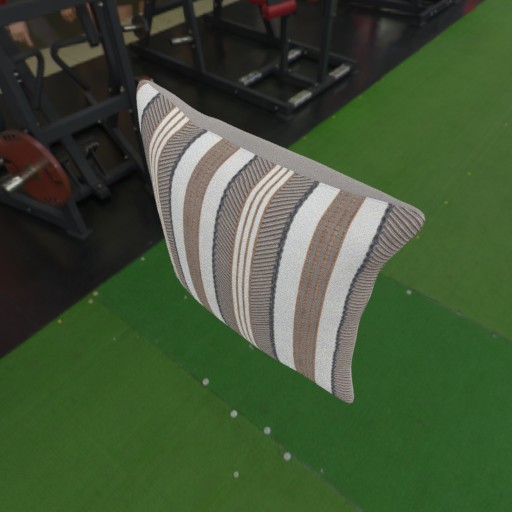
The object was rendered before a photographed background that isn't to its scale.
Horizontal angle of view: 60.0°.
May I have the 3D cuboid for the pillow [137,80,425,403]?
[{"bbox_3d":[0.000,0.000,0.647,0.416,0.401,0.173,33,55,27],"label":"pillow"}]
